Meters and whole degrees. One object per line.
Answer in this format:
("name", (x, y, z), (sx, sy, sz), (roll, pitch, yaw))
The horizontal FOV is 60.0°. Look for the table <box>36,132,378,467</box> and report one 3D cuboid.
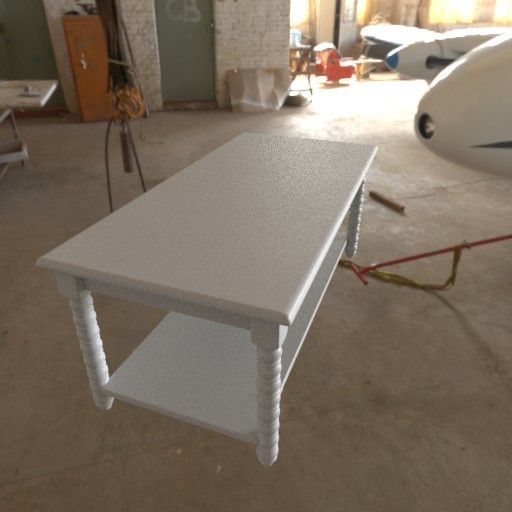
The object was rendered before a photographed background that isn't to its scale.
("table", (0.000, 0.000, 1.457), (0.580, 0.487, 1.171), (11, 31, 18))
